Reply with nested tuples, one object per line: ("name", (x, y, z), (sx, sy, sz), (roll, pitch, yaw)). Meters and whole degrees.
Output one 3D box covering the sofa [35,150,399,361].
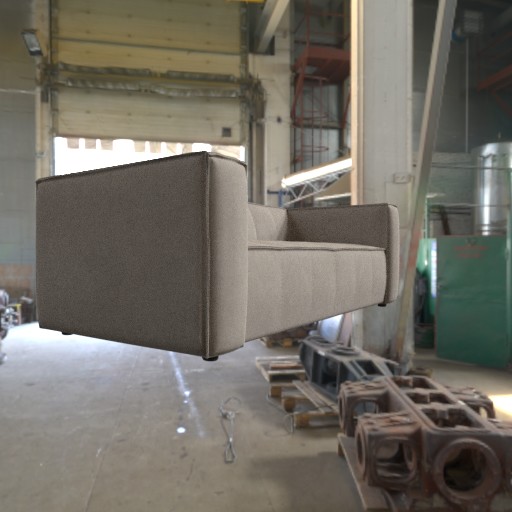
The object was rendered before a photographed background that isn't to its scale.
("sofa", (0.000, 0.000, 2.433), (1.038, 0.680, 1.995), (0, 1, 34))
